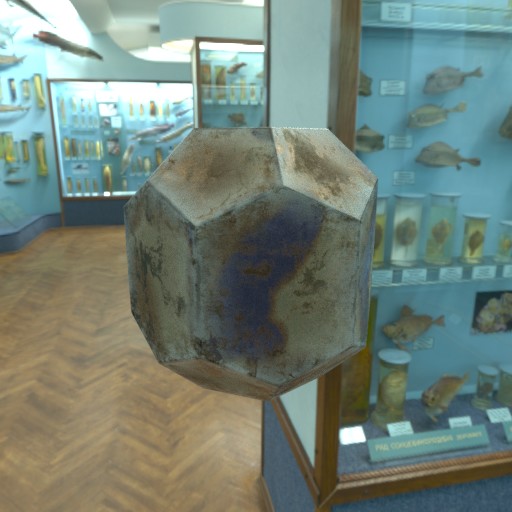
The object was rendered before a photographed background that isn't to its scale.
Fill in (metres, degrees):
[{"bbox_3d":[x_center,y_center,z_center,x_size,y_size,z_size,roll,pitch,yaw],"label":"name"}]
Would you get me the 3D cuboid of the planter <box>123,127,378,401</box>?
[{"bbox_3d":[0.000,0.000,0.433,0.243,0.238,0.221,-2,14,-9],"label":"planter"}]
